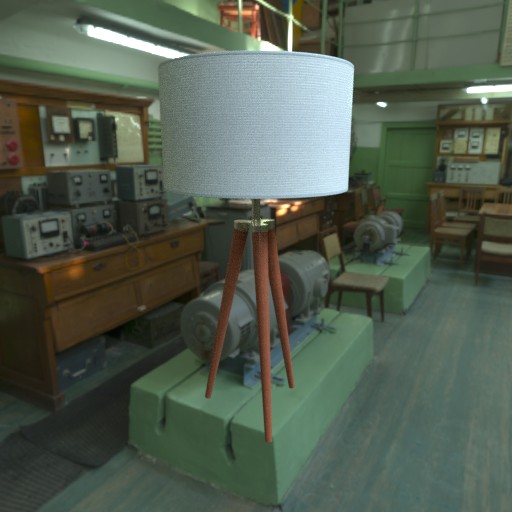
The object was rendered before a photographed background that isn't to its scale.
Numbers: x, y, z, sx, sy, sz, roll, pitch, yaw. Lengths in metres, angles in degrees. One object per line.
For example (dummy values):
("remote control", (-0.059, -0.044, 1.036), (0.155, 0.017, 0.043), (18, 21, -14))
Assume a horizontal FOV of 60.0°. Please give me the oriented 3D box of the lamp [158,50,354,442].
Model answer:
("lamp", (0.000, 0.000, 0.906), (0.354, 0.709, 0.355), (7, 16, 27))
